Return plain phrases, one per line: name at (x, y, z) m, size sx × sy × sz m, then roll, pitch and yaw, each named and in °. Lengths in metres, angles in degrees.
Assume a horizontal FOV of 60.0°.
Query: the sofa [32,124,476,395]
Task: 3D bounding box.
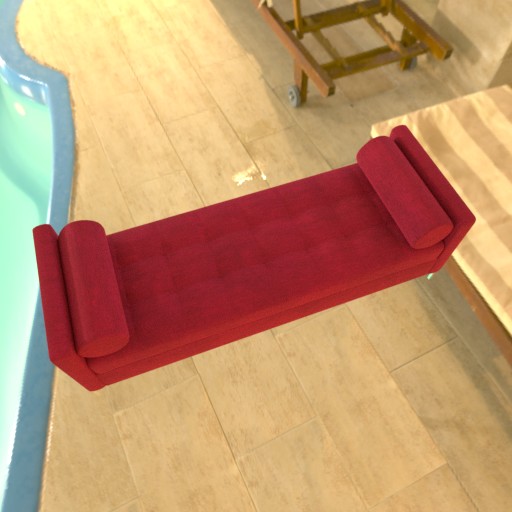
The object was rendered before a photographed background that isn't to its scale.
sofa at (0.000, 0.000, 2.329) m, size 1.981 × 0.635 × 0.686 m, roll -18°, pitch 61°, yaw -10°
